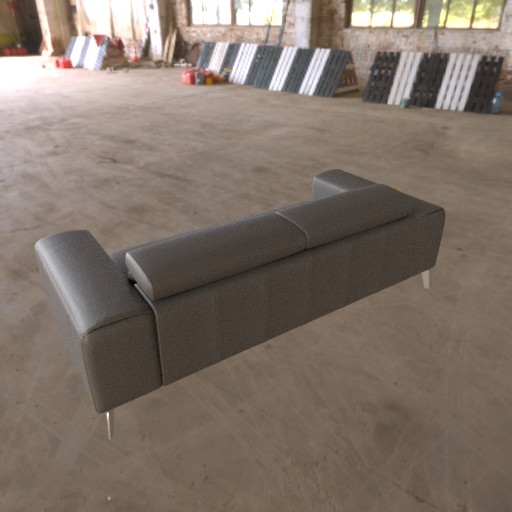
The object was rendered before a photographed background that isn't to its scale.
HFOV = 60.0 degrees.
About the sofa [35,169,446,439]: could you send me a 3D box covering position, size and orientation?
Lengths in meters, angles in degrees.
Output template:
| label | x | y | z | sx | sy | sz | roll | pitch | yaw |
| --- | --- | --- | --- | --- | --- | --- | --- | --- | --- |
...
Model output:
| label | x | y | z | sx | sy | sz | roll | pitch | yaw |
| --- | --- | --- | --- | --- | --- | --- | --- | --- | --- |
| sofa | 0.000 | 0.000 | 2.745 | 2.321 | 0.759 | 1.023 | -18 | 33 | -29 |
